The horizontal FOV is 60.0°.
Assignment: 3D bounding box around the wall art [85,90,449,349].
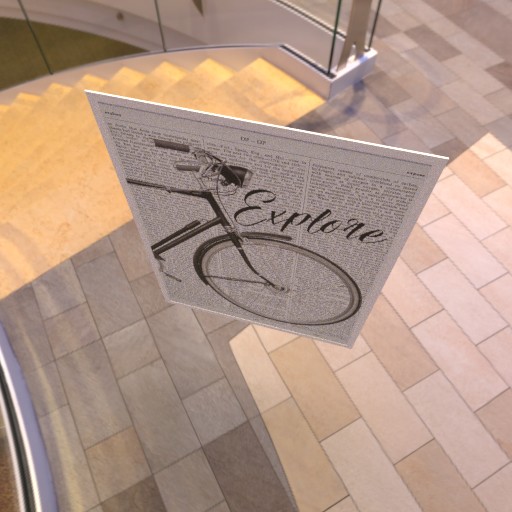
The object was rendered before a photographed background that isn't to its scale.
[{"bbox_3d":[0.000,0.000,0.797,0.457,0.610,0.003,13,59,8],"label":"wall art"}]
